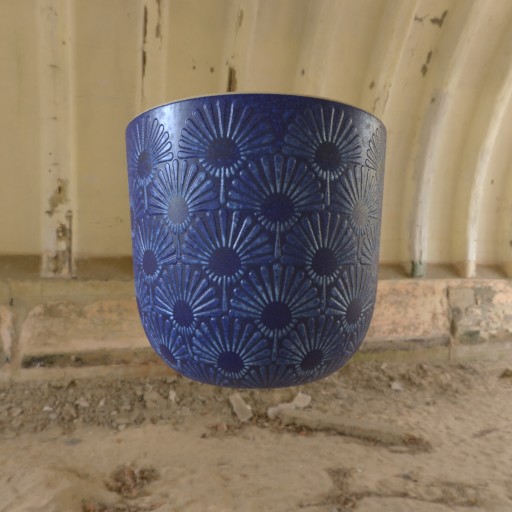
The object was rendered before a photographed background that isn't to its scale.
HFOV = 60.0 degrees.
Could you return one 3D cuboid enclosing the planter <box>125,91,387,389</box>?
[{"bbox_3d":[0.000,0.000,0.361,0.206,0.190,0.206,0,-2,0],"label":"planter"}]
